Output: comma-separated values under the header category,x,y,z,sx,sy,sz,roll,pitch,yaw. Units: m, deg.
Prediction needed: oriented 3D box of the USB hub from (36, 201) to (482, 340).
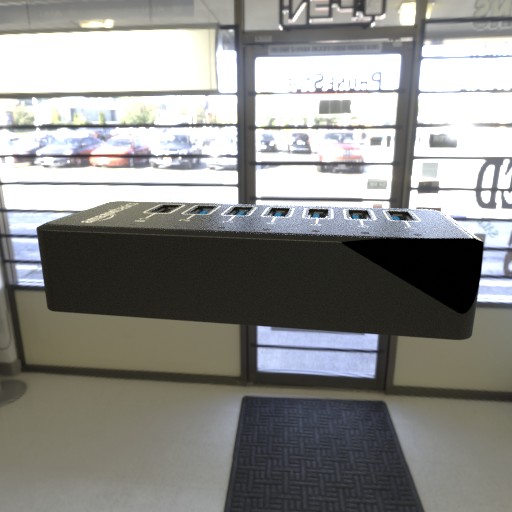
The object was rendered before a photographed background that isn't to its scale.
category,x,y,z,sx,sy,sz,roll,pitch,yaw
USB hub,0.000,0.000,0.127,0.110,0.023,0.044,3,16,9
